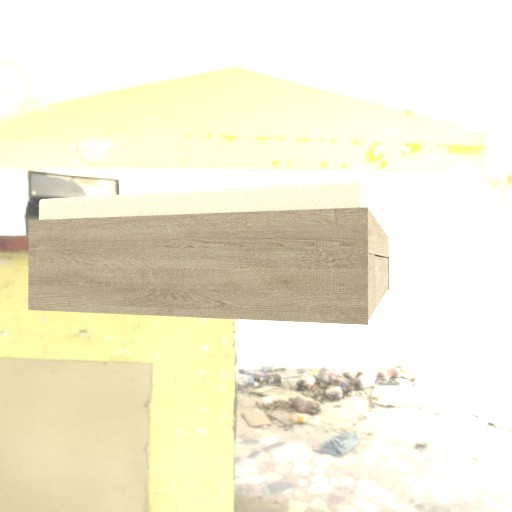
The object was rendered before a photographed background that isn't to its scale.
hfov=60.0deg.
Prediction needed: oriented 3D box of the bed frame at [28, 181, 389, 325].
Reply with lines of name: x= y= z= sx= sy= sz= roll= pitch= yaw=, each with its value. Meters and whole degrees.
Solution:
bed frame: x=0.000 y=0.000 z=2.632 sx=1.448 sy=0.490 sz=1.944 roll=0 pitch=-1 yaw=19
